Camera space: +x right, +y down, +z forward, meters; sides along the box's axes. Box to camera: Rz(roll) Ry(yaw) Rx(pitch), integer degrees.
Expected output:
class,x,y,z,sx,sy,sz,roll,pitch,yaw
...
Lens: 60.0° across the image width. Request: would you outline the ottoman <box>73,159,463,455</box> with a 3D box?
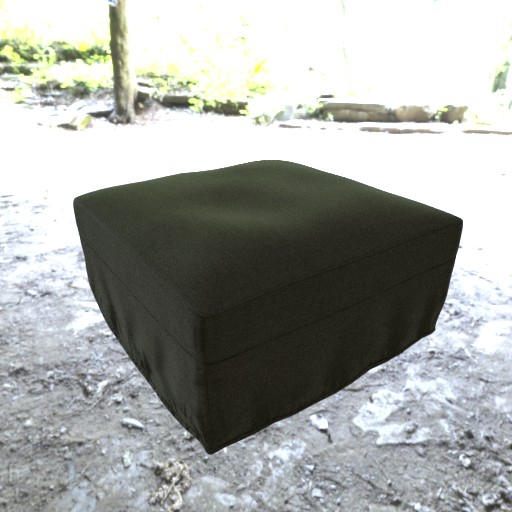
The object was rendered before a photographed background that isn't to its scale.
class,x,y,z,sx,sy,sz,roll,pitch,yaw
ottoman,0.000,0.000,1.353,0.843,0.436,0.840,-17,31,-32
